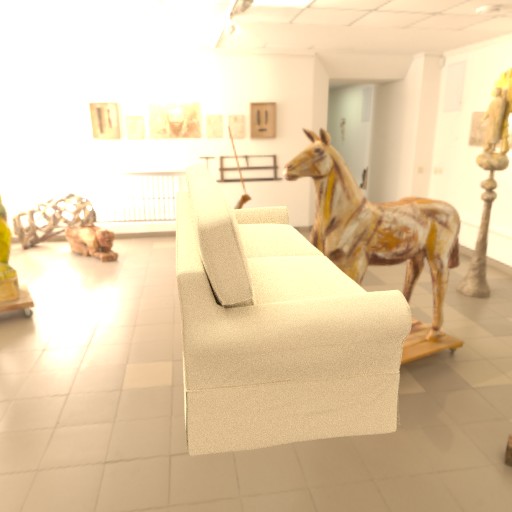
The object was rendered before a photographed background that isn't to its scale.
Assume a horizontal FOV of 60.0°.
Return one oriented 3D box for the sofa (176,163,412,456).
[{"bbox_3d":[0.000,0.000,2.492,0.862,0.937,2.021,-3,17,-9],"label":"sofa"}]
